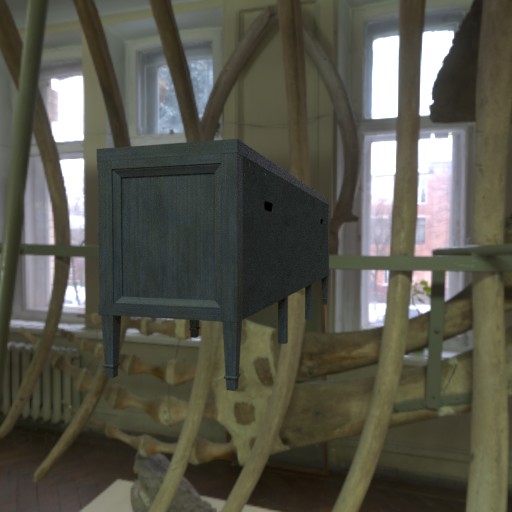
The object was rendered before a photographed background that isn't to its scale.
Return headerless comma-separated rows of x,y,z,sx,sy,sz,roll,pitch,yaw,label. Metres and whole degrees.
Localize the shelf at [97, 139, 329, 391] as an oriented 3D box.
0.000,0.000,2.213,0.471,0.715,1.878,1,2,17,shelf
